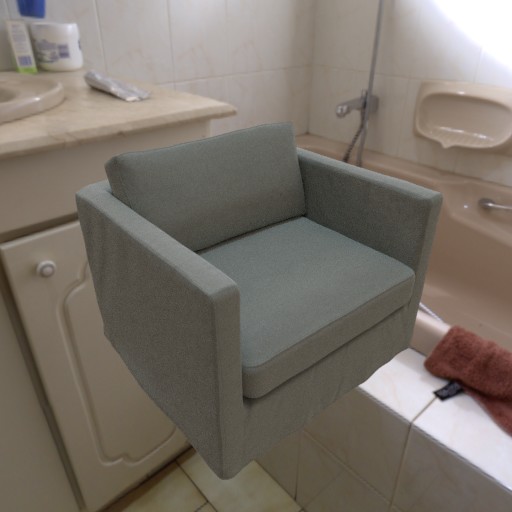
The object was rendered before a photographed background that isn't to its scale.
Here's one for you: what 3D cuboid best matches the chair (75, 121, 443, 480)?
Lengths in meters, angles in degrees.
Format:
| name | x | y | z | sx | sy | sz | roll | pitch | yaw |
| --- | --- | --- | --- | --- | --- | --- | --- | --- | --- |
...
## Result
| name | x | y | z | sx | sy | sz | roll | pitch | yaw |
| --- | --- | --- | --- | --- | --- | --- | --- | --- | --- |
| chair | 0.000 | 0.000 | 1.760 | 1.057 | 0.863 | 0.949 | -22 | 37 | -33 |
